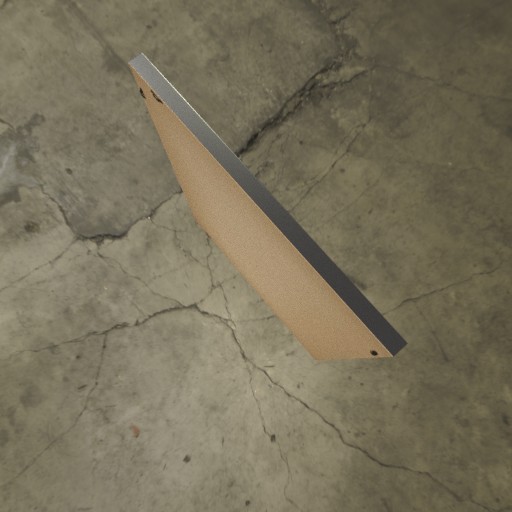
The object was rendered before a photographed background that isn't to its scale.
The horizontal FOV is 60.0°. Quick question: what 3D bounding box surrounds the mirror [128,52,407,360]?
[{"bbox_3d":[0.000,0.000,1.323,0.040,1.016,0.762,-40,80,-9],"label":"mirror"}]
